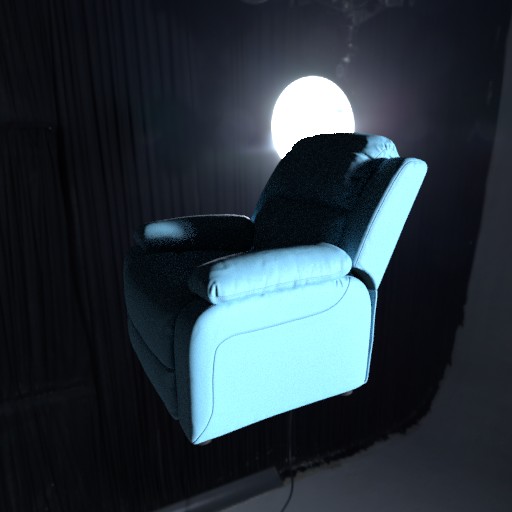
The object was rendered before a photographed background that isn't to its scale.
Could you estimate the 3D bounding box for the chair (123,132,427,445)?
[{"bbox_3d":[0.000,0.000,1.296,0.709,0.702,0.680,-7,16,-27],"label":"chair"}]
